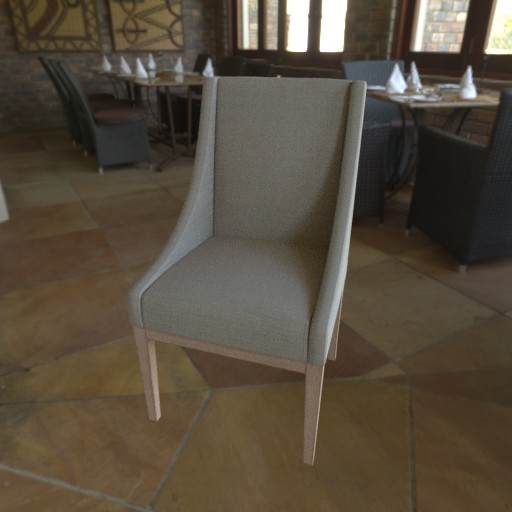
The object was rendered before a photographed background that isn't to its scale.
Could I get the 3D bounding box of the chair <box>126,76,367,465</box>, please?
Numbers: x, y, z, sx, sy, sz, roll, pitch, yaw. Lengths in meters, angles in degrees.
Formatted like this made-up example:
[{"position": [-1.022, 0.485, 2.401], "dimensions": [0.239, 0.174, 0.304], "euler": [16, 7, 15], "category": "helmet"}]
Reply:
[{"position": [0.000, 0.000, 1.407], "dimensions": [0.575, 1.021, 0.611], "euler": [8, 27, 17], "category": "chair"}]
